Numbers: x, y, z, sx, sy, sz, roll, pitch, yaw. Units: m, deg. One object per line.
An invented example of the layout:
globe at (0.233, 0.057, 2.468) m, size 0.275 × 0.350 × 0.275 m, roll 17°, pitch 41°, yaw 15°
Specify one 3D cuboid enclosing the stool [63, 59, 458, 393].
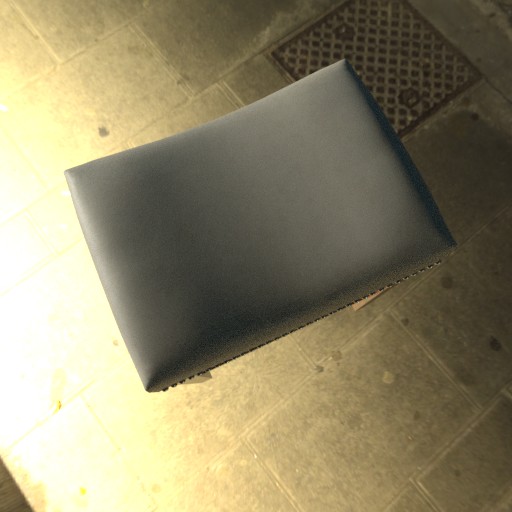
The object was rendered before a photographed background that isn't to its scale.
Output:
stool at (0.000, 0.000, 0.945) m, size 0.509 × 0.632 × 0.375 m, roll -24°, pitch 77°, yaw -6°
